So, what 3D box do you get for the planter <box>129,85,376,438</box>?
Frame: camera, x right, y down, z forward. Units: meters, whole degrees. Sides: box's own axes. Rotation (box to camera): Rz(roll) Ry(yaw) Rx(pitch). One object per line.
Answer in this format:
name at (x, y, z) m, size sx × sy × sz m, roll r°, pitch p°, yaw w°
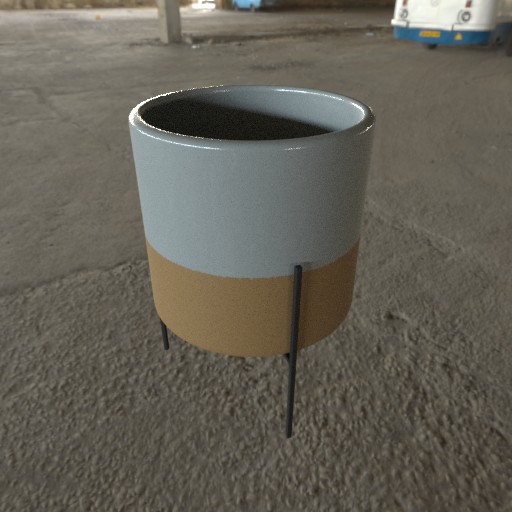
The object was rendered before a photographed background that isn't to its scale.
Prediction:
planter at (0.000, 0.000, 0.661) m, size 0.310 × 0.432 × 0.310 m, roll -19°, pitch 36°, yaw -28°
